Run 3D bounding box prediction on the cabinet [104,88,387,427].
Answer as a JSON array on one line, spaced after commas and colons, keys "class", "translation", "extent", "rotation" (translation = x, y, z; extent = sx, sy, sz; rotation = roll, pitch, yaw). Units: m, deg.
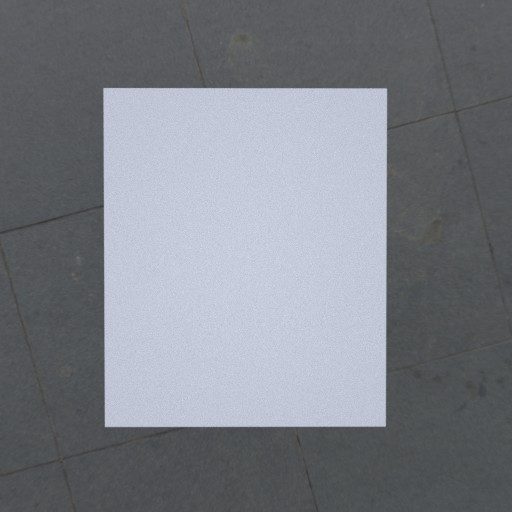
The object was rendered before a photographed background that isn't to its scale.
[{"class": "cabinet", "translation": [0.000, 0.000, 0.758], "extent": [0.360, 0.470, 0.400], "rotation": [0, 91, 0]}]
